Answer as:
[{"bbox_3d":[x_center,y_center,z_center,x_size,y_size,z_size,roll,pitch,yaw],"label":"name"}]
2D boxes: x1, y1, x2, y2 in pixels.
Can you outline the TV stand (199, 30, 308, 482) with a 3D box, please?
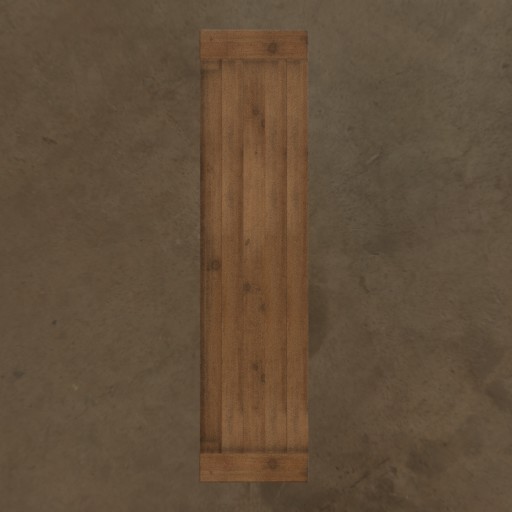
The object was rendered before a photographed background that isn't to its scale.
[{"bbox_3d":[0.000,0.000,2.049,0.453,0.573,1.804,0,90,0],"label":"TV stand"}]
